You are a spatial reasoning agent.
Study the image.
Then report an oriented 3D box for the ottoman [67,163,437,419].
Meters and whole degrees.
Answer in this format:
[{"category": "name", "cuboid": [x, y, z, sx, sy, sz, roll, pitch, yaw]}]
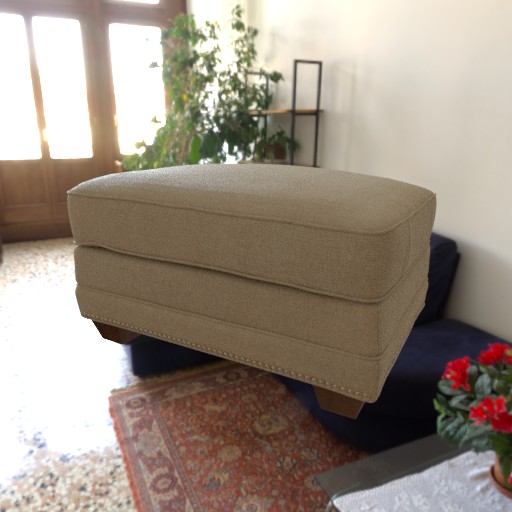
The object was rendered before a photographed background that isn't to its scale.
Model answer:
[{"category": "ottoman", "cuboid": [0.000, 0.000, 1.165, 0.813, 0.458, 0.559, 9, 19, 28]}]
